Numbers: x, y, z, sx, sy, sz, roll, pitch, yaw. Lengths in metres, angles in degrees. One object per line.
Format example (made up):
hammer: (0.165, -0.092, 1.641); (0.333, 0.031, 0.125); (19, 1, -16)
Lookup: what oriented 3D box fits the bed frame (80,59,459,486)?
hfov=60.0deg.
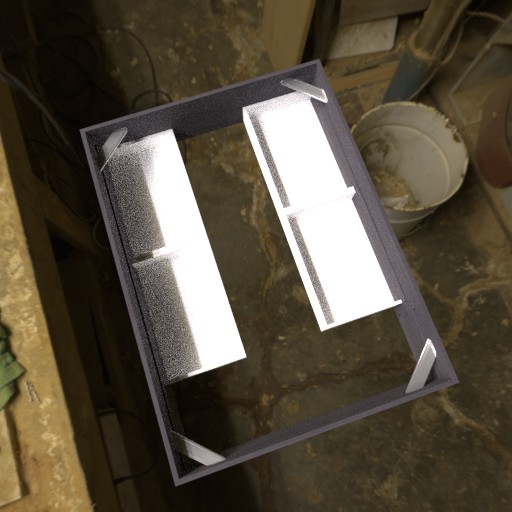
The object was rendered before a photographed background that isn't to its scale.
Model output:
bed frame: (0.000, 0.000, 2.532); (1.448, 0.459, 1.944); (-18, 77, -4)
